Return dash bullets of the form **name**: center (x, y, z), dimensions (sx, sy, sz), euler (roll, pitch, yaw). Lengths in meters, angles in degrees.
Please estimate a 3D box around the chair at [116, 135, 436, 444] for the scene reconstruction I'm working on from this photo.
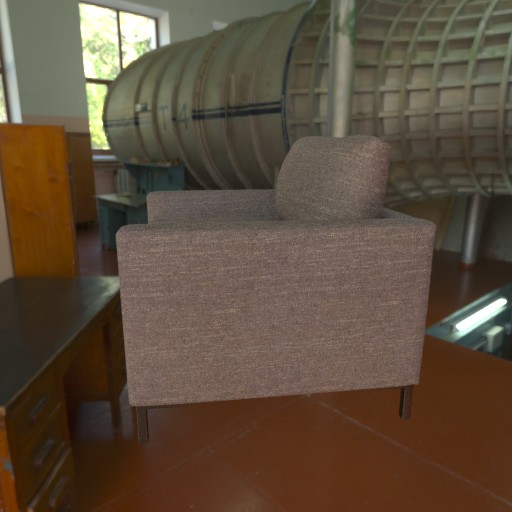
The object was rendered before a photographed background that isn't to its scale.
- **chair**: center (0.000, 0.000, 1.590), dimensions (0.845, 0.841, 0.940), euler (-2, 14, -8)
